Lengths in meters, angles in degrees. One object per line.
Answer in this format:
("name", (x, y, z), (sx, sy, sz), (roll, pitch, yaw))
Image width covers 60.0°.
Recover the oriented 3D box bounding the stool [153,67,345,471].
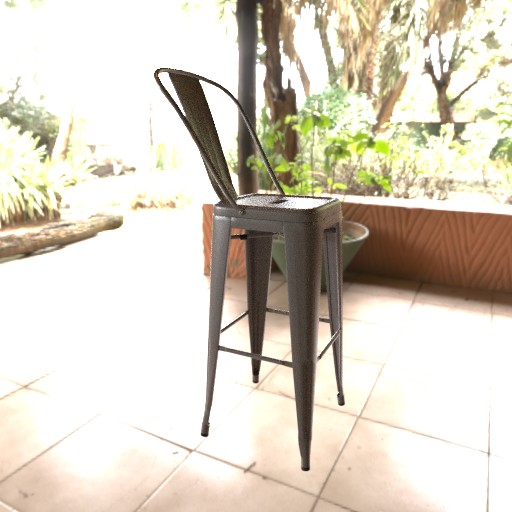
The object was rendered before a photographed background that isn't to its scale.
("stool", (0.000, 0.000, 1.359), (0.513, 1.096, 0.399), (7, 16, 26))
